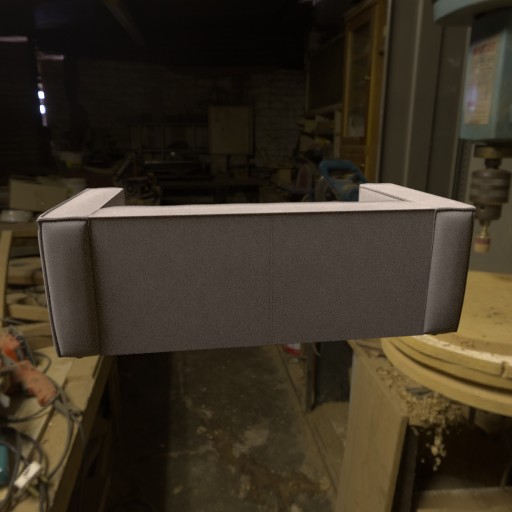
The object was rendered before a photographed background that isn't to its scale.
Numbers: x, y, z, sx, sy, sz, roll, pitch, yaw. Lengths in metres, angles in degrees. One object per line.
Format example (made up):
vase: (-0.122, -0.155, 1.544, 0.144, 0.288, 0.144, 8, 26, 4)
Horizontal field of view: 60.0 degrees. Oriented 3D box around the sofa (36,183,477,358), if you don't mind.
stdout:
sofa: (0.000, 0.000, 2.485, 1.995, 0.680, 1.038, -2, 16, -8)
